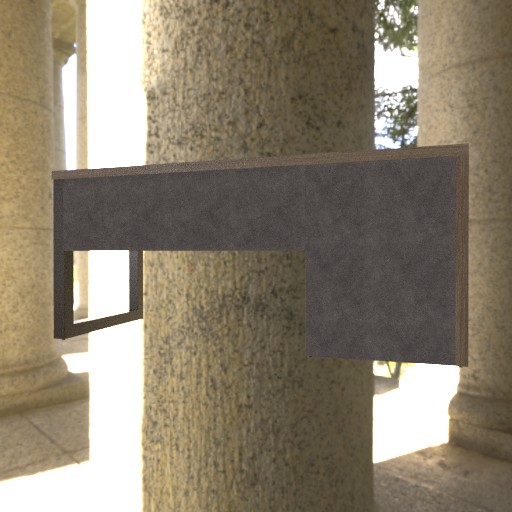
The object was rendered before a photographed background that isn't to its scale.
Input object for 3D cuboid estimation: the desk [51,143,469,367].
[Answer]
[{"bbox_3d":[0.000,0.000,2.063,1.700,0.760,0.690,0,0,17],"label":"desk"}]
